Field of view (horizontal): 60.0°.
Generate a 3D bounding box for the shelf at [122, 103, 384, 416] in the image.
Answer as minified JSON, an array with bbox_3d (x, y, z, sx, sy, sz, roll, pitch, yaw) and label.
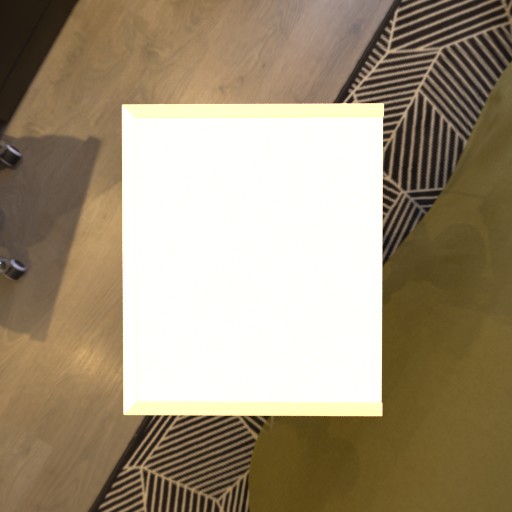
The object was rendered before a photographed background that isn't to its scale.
[{"bbox_3d":[0.000,0.000,0.793,0.290,0.600,0.350,0,91,1],"label":"shelf"}]
